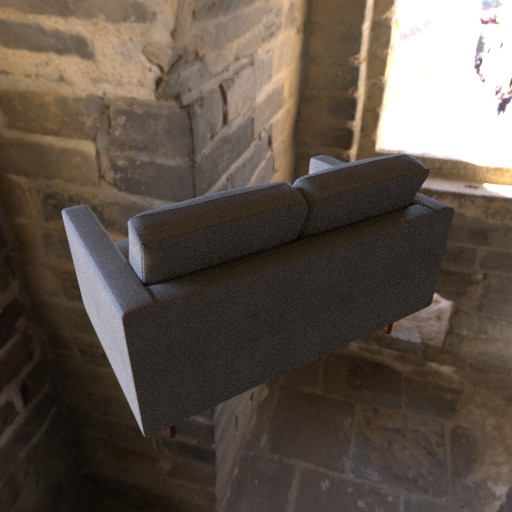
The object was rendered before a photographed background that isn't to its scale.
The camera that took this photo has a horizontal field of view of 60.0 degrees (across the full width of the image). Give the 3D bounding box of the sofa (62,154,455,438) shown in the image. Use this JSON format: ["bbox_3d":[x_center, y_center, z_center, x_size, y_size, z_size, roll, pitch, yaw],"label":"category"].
[{"bbox_3d":[0.000,0.000,2.143,1.527,0.973,0.969,-17,35,-27],"label":"sofa"}]
